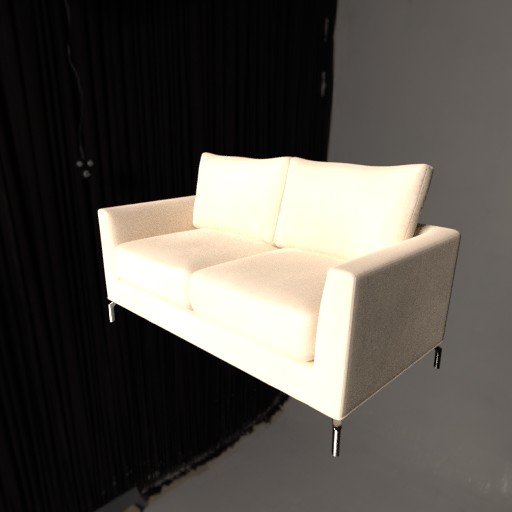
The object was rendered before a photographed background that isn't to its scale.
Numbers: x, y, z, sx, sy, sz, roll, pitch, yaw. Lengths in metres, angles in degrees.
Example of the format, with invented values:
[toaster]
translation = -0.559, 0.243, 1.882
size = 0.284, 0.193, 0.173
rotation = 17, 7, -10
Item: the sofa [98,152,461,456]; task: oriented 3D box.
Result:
[sofa]
translation = 0.000, 0.000, 2.332
size = 1.739, 0.995, 0.906
rotation = 15, 22, 43
